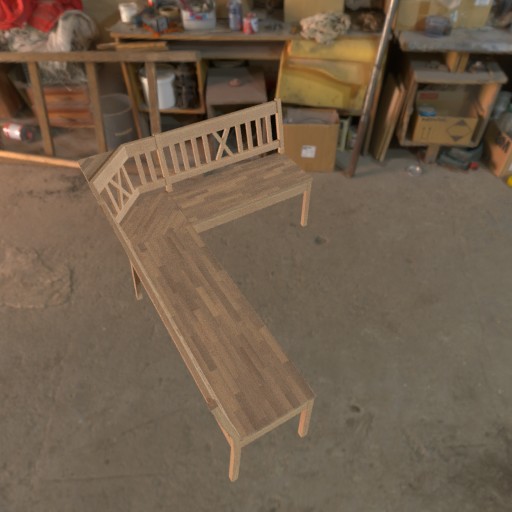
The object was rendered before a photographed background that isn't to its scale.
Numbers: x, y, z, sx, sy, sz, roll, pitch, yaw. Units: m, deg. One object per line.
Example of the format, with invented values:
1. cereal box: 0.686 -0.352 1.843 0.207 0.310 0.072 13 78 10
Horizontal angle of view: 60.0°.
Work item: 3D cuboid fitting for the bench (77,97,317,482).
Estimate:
1. bench: 0.000 0.000 2.812 1.537 0.902 1.937 -23 50 -21
